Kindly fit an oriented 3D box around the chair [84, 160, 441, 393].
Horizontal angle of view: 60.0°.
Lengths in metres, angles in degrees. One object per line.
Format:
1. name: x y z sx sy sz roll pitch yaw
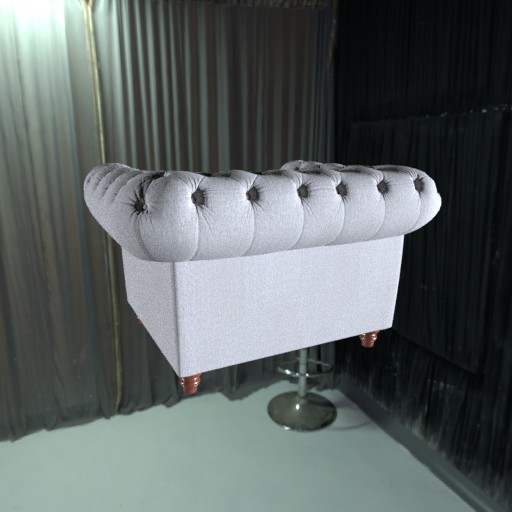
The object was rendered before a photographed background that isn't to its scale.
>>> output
1. chair: 0.000 0.000 1.894 1.270 0.770 0.976 -7 16 -26
